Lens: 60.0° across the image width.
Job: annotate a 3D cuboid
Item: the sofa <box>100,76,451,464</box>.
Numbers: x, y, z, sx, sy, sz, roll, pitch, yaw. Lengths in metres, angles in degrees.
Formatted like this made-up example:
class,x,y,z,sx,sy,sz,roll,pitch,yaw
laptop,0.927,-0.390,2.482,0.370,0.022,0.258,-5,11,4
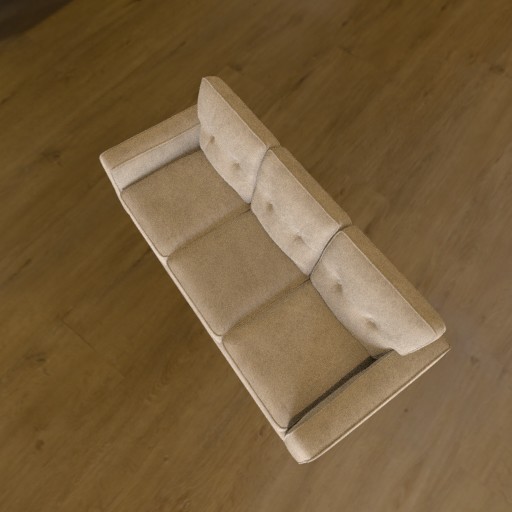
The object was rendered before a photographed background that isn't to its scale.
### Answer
class,x,y,z,sx,sy,sz,roll,pitch,yaw
sofa,0.000,0.000,2.629,0.939,0.965,2.133,-33,69,-14
